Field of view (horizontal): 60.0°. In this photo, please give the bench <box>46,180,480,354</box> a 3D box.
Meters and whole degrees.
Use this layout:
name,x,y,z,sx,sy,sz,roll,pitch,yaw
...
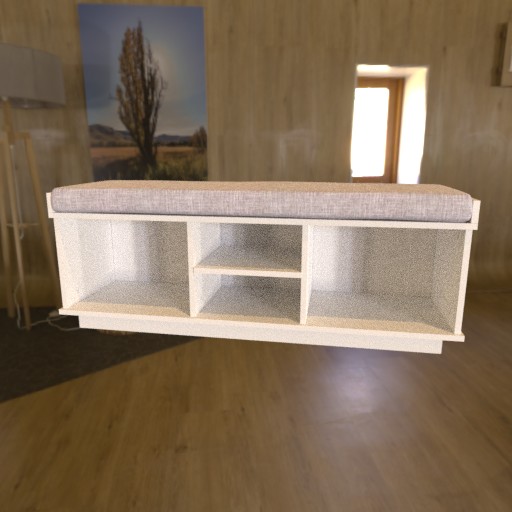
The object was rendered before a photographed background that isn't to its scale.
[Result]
name,x,y,z,sx,sy,sz,roll,pitch,yaw
bench,0.000,0.000,1.415,1.196,0.453,0.363,2,14,10
